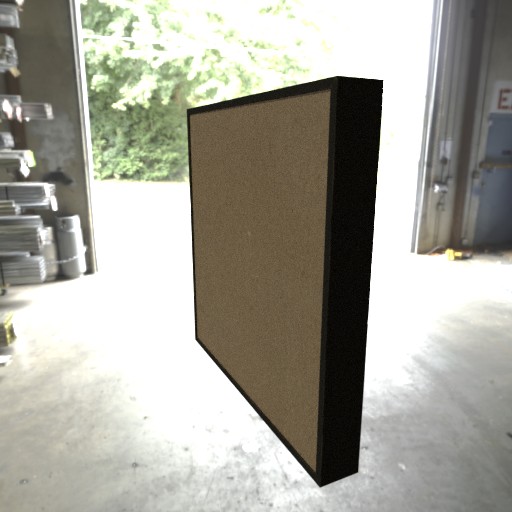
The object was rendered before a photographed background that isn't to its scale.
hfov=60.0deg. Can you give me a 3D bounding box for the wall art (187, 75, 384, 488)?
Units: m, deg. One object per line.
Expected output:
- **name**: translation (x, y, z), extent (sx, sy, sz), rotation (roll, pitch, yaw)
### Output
- **wall art**: translation (0.000, 0.000, 0.453), extent (0.038, 0.305, 0.305), rotation (-7, 16, -25)
